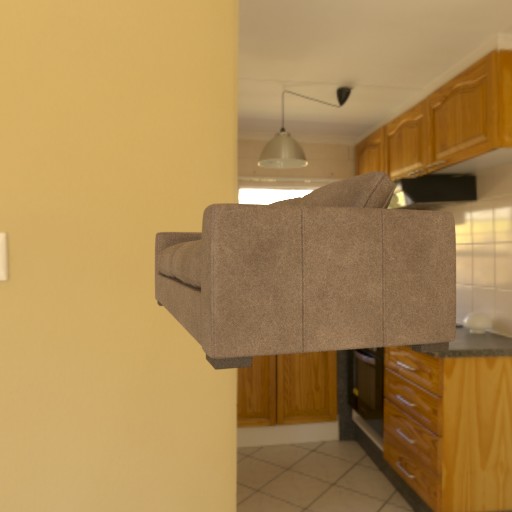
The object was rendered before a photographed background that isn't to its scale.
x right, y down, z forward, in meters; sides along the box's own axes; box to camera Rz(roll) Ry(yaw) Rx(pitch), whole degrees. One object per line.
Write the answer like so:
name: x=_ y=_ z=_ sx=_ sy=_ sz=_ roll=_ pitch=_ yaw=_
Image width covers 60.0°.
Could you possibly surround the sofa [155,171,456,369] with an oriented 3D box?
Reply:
sofa: x=0.000 y=0.000 z=2.753 sx=1.070 sy=0.801 sz=2.262 roll=0 pitch=0 yaw=-18
